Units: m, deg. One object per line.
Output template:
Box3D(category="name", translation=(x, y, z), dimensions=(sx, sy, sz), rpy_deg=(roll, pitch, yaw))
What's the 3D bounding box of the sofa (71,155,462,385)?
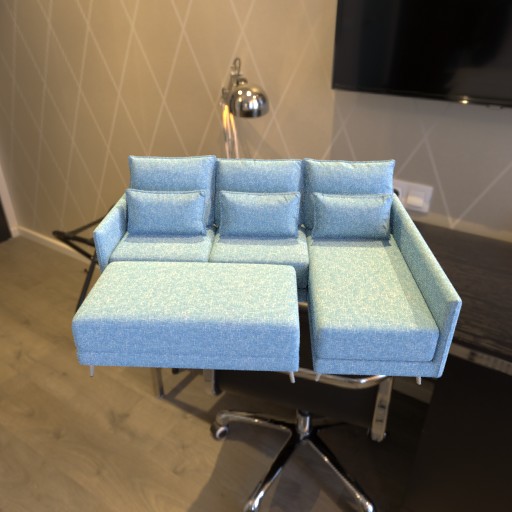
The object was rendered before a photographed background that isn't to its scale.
Box3D(category="sofa", translation=(0.000, 0.000, 2.829), dimensions=(2.034, 0.899, 1.420), rpy_deg=(1, 29, 2))
